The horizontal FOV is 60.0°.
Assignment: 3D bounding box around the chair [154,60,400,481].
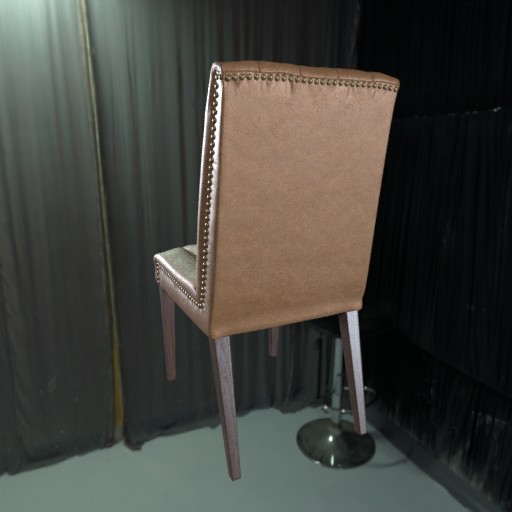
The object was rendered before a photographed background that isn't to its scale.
[{"bbox_3d":[0.000,0.000,1.377,0.511,1.016,0.647,-7,16,-26],"label":"chair"}]
